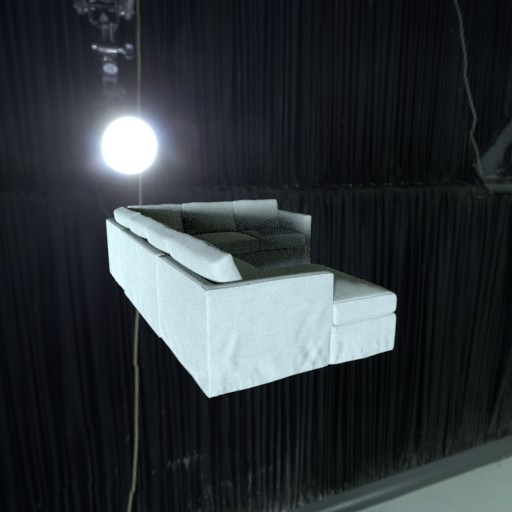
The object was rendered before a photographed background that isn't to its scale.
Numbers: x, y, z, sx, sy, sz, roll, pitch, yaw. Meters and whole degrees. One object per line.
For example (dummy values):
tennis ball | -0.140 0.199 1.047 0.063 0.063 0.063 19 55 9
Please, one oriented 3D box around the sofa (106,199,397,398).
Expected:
sofa | 0.000 0.000 4.611 2.440 0.869 3.434 -7 14 -27
